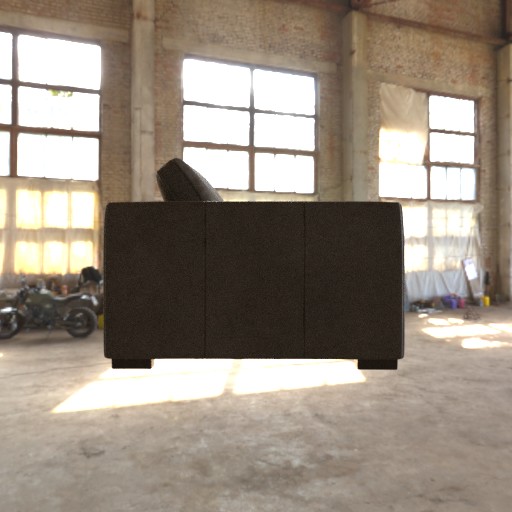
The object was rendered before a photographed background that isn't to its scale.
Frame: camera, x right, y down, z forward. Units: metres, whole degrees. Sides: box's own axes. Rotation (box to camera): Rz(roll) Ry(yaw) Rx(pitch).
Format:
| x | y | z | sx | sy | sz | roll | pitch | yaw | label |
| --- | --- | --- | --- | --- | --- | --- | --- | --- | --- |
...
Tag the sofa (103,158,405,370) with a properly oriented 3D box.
| x | y | z | sx | sy | sz | roll | pitch | yaw | label |
| --- | --- | --- | --- | --- | --- | --- | --- | --- | --- |
| 0.000 | 0.000 | 2.468 | 1.070 | 0.800 | 1.920 | 0 | 0 | 0 | sofa |
